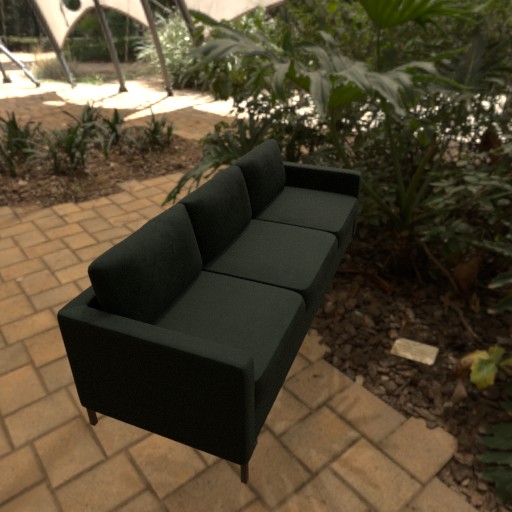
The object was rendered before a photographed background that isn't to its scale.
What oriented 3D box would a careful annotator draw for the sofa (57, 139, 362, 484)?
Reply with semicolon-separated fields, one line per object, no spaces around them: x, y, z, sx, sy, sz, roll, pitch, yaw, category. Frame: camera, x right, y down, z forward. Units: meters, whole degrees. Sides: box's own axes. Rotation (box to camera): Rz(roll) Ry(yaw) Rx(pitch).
0.000;0.000;2.633;0.859;0.870;2.218;11;31;19;sofa
